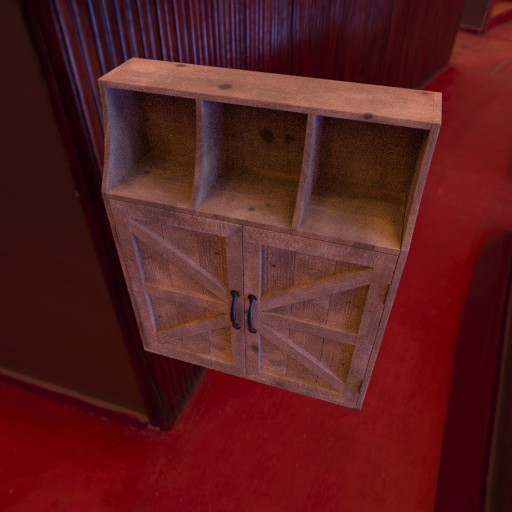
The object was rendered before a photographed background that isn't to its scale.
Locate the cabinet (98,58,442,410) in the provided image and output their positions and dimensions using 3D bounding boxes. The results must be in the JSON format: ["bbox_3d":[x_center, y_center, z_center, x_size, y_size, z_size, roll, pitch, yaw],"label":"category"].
[{"bbox_3d":[0.000,0.000,0.808,0.489,0.590,0.184,12,43,13],"label":"cabinet"}]
